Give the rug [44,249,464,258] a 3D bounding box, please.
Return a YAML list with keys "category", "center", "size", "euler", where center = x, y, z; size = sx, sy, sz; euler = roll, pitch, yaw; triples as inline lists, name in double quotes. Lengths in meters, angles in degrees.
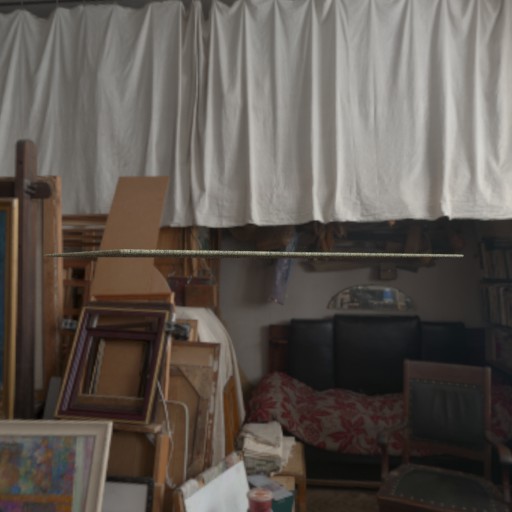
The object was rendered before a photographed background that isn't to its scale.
- category: "rug"
  center: [0.000, 0.000, 2.333]
  size: [1.846, 0.014, 1.243]
  euler: [0, -1, -35]
